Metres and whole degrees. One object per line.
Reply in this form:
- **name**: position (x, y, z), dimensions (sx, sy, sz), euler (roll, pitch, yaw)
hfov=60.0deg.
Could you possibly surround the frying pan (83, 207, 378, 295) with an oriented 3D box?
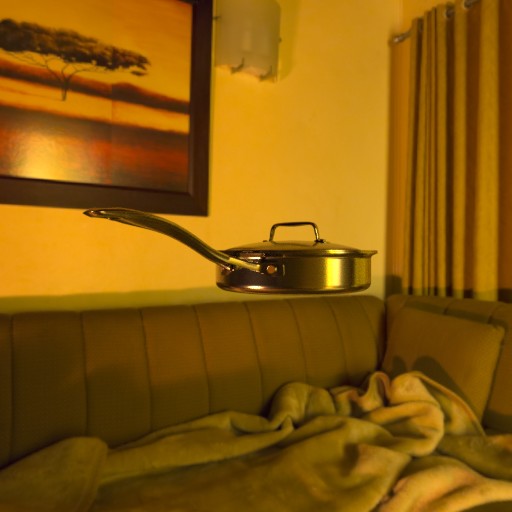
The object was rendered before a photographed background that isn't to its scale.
- **frying pan**: position (0.000, 0.000, 0.670), dimensions (0.280, 0.114, 0.561), euler (0, 0, 37)
